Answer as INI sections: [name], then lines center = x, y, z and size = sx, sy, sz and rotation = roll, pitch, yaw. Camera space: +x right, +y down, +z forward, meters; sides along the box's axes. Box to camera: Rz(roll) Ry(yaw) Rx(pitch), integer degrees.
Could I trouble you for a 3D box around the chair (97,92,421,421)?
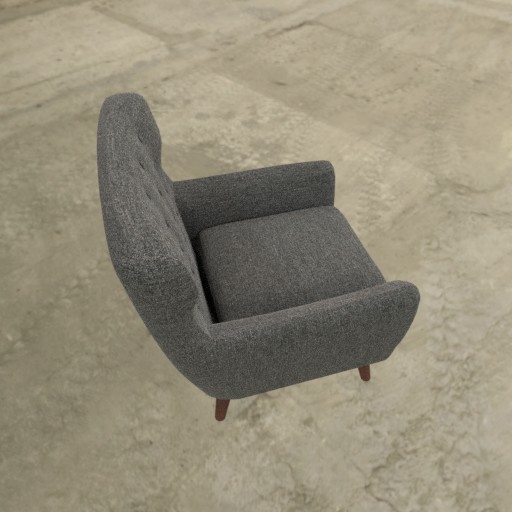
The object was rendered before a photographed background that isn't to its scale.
[chair]
center = 0.000, 0.000, 1.694
size = 0.940, 1.039, 0.889
rotation = -12, 47, -11
